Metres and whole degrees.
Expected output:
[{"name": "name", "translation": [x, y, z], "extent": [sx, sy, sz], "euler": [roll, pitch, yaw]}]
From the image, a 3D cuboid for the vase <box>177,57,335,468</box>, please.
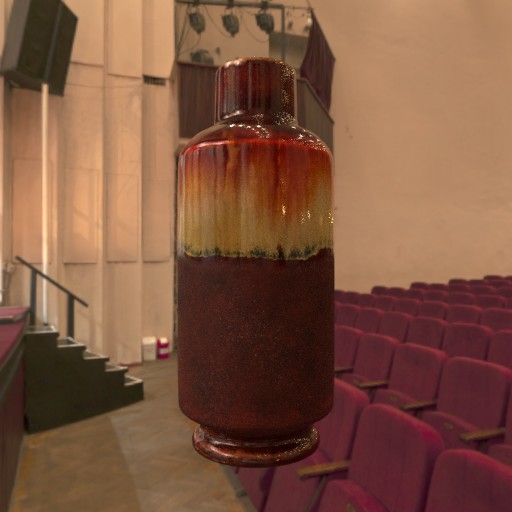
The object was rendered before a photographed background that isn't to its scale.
[{"name": "vase", "translation": [0.000, 0.000, 0.317], "extent": [0.111, 0.261, 0.111], "euler": [0, -1, 0]}]
